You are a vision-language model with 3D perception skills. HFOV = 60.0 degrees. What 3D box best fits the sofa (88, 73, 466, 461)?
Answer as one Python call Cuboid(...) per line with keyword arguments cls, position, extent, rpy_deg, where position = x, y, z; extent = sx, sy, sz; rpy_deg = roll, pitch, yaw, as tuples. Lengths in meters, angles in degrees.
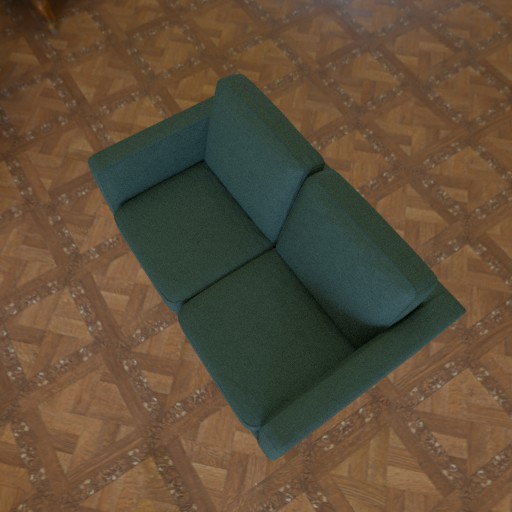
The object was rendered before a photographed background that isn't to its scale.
Cuboid(cls="sofa", position=(0.000, 0.000, 1.960), extent=(0.879, 0.899, 1.430), rpy_deg=(-31, 67, -15))
